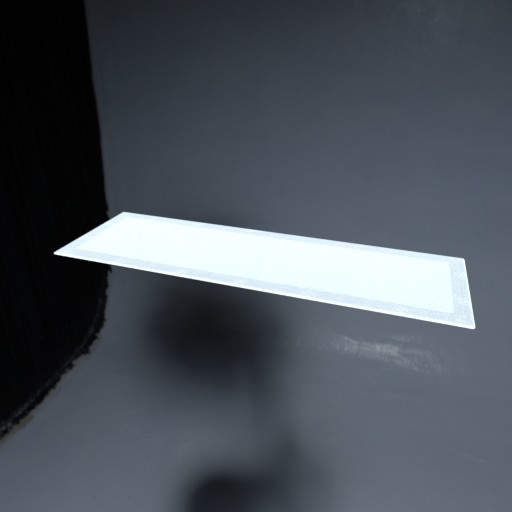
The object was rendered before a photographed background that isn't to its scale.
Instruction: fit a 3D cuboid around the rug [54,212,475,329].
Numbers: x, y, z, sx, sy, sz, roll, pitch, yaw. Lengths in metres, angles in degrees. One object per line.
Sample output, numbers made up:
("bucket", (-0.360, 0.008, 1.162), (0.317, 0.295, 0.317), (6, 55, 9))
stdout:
("rug", (0.000, 0.000, 2.744), (2.430, 0.012, 0.759), (9, 28, 17))
